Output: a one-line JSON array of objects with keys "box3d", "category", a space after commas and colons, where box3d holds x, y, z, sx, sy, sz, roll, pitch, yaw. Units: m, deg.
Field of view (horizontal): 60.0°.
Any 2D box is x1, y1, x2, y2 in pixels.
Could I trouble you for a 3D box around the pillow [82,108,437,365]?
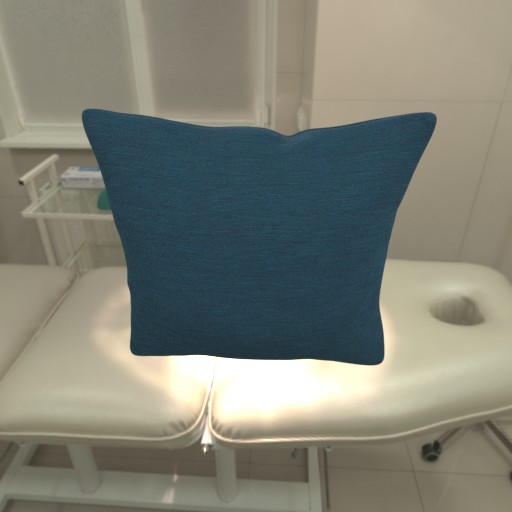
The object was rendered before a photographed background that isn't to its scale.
[{"box3d": [0.000, 0.000, 0.651, 0.437, 0.420, 0.177, 2, 32, 3], "category": "pillow"}]
